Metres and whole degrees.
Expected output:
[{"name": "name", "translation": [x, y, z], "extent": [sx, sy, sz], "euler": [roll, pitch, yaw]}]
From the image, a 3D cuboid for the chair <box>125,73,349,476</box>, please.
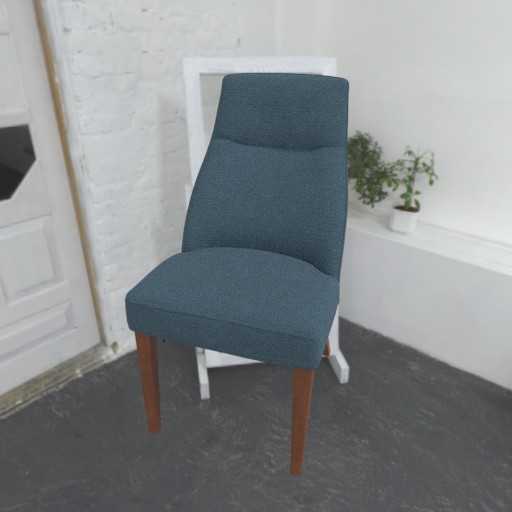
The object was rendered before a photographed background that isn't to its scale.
[{"name": "chair", "translation": [0.000, 0.000, 1.272], "extent": [0.500, 0.930, 0.620], "euler": [9, 29, 16]}]
